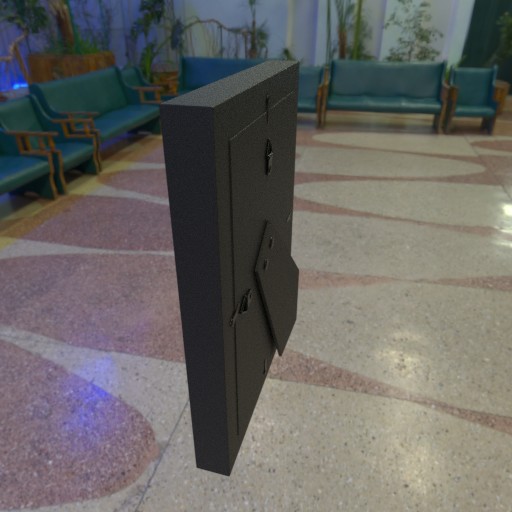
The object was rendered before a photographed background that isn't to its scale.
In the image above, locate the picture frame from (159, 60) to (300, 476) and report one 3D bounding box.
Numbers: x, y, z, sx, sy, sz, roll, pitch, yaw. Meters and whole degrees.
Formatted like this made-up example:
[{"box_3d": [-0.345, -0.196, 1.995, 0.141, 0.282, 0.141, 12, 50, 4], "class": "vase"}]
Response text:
[{"box_3d": [0.000, 0.000, 0.274, 0.028, 0.208, 0.157, 8, 30, 14], "class": "picture frame"}]
